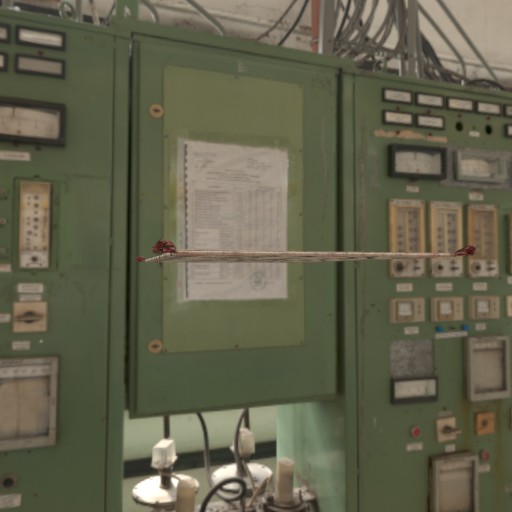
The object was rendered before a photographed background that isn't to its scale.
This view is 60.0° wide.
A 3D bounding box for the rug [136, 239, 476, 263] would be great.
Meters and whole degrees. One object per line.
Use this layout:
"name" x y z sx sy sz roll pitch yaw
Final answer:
"rug" 0.000 0.000 3.396 1.741 0.066 2.672 1 -2 -17
